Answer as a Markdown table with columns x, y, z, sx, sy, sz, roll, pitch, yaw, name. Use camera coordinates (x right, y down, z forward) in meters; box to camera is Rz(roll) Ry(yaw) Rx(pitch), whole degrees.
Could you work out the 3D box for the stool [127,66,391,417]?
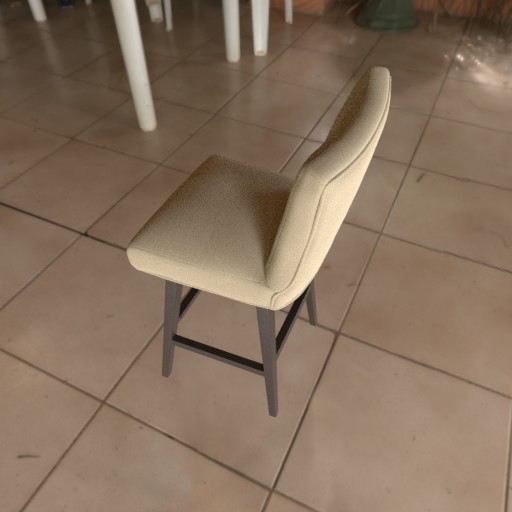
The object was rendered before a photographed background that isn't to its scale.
| x | y | z | sx | sy | sz | roll | pitch | yaw | name |
| --- | --- | --- | --- | --- | --- | --- | --- | --- | --- |
| 0.000 | 0.000 | 1.388 | 0.574 | 1.086 | 0.514 | 18 | 49 | 17 | stool |
